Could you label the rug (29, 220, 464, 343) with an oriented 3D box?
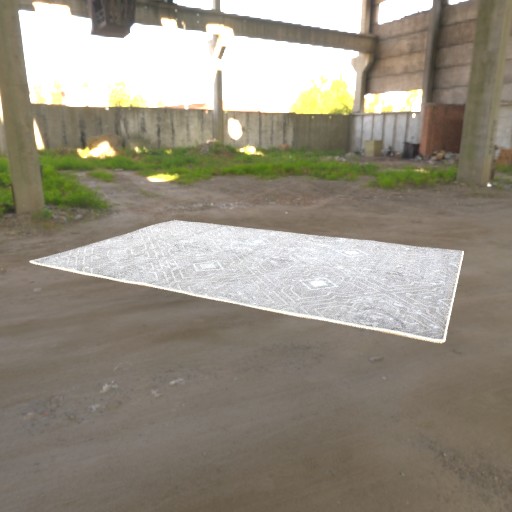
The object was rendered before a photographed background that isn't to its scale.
[{"bbox_3d":[0.000,0.000,2.935,2.447,0.036,1.537,8,18,26],"label":"rug"}]
